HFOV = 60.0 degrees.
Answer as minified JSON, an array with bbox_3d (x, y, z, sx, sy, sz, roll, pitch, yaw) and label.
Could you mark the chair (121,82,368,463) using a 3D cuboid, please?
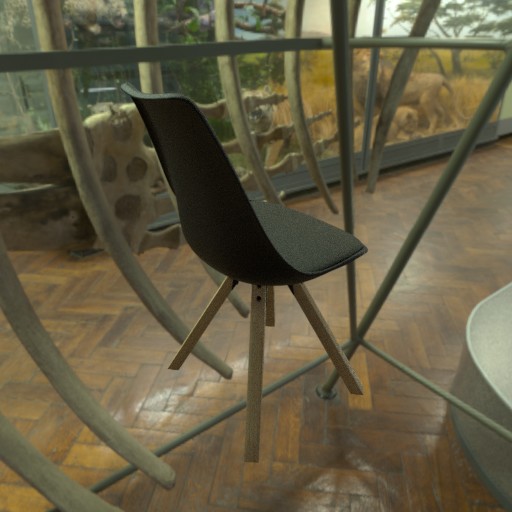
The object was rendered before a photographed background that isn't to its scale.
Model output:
[{"bbox_3d":[0.000,0.000,1.144,0.549,0.850,0.485,-19,32,-32],"label":"chair"}]
